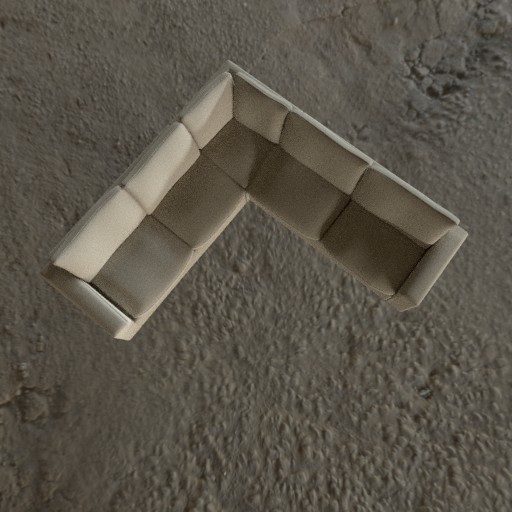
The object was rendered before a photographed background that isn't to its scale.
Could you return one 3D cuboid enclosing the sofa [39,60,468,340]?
[{"bbox_3d":[0.000,0.000,4.632,3.206,0.918,3.066,37,79,8],"label":"sofa"}]
